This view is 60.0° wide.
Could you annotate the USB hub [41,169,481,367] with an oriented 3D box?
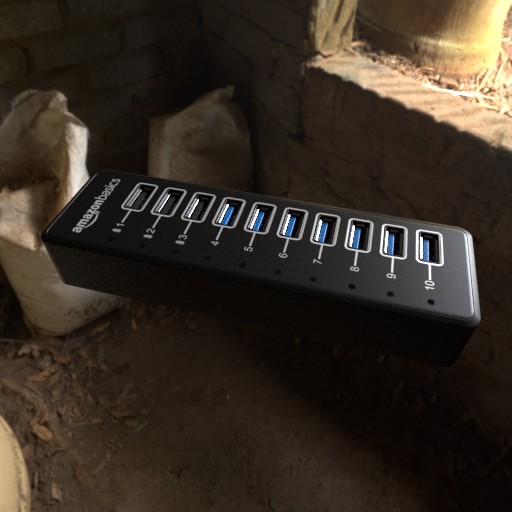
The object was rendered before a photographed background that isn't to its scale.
[{"bbox_3d":[0.000,0.000,0.161,0.145,0.023,0.044,11,47,10],"label":"USB hub"}]
